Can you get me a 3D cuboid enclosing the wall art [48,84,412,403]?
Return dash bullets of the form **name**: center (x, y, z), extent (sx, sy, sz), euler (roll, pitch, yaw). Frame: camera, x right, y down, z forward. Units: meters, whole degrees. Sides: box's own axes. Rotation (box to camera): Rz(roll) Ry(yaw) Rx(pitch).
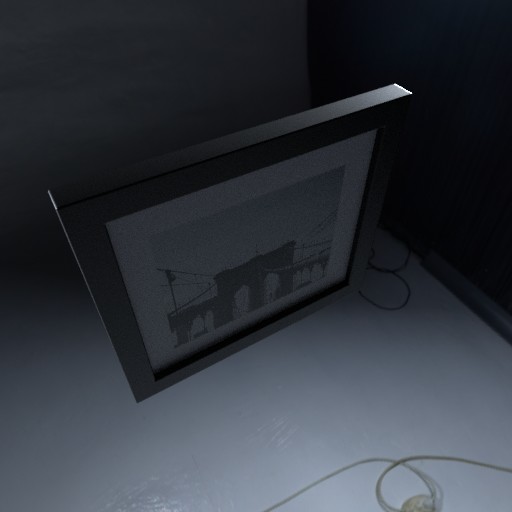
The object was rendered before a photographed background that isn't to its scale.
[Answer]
- **wall art**: center (0.000, 0.000, 0.540), extent (0.380, 0.330, 0.028), euler (-23, 50, -21)
